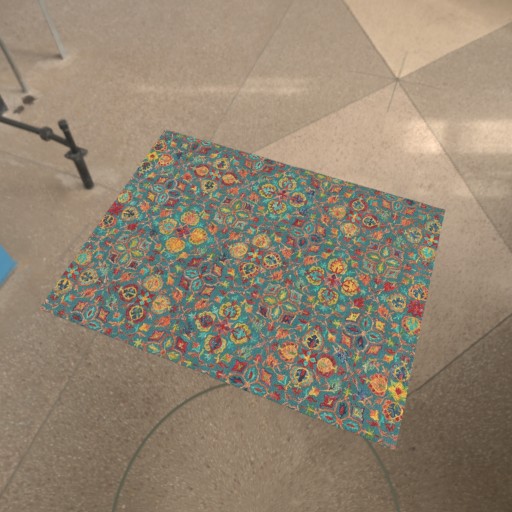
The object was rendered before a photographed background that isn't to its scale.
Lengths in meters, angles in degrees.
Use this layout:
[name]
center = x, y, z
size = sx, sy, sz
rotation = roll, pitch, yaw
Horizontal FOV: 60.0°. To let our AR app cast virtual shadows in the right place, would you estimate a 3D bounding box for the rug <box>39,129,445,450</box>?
[rug]
center = 0.000, 0.000, 4.234
size = 3.204, 0.025, 2.434
rotation = 18, 60, 11
